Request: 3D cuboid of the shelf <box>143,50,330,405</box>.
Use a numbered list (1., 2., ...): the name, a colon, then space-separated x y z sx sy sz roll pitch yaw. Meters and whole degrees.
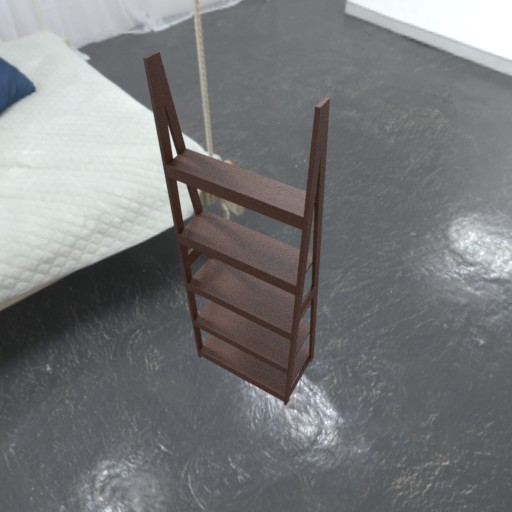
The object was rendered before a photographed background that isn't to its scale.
1. shelf: 0.000 0.000 1.997 0.600 1.770 0.350 24 51 20
